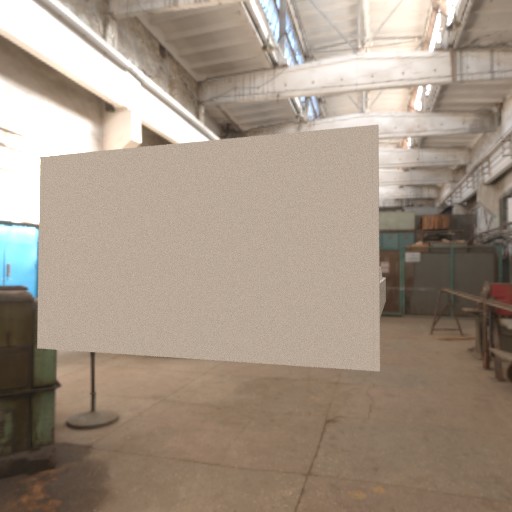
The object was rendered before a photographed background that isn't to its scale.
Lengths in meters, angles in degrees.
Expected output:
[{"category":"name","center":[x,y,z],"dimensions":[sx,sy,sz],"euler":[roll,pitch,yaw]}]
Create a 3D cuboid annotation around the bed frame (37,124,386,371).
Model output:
[{"category":"bed frame","center":[0.000,0.000,3.051],"dimensions":[1.711,1.001,2.100],"euler":[-1,-2,18]}]
